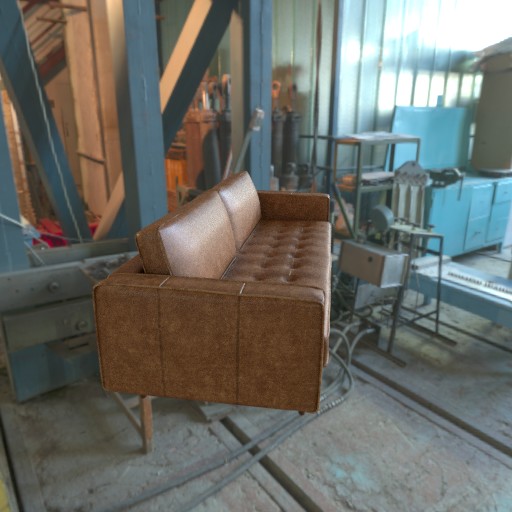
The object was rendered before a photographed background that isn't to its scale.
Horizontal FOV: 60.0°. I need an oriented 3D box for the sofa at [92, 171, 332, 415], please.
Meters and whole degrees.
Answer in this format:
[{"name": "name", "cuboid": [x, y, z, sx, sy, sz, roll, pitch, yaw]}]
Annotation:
[{"name": "sofa", "cuboid": [0.000, 0.000, 2.627, 0.886, 0.779, 2.199, 3, 18, 9]}]
